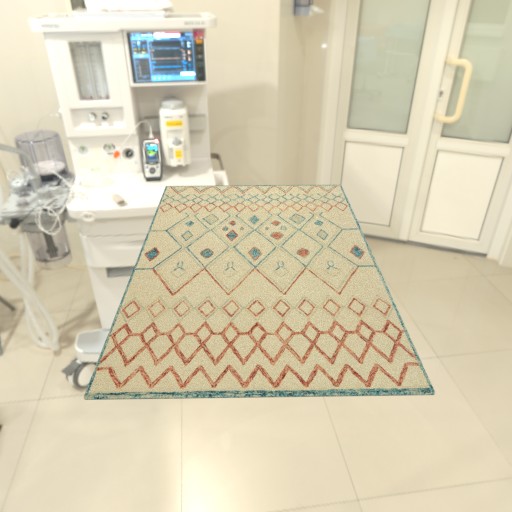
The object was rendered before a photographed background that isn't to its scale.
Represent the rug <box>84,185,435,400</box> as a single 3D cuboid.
[{"bbox_3d":[0.000,0.000,2.306,1.219,0.016,1.829,-1,32,-1],"label":"rug"}]
